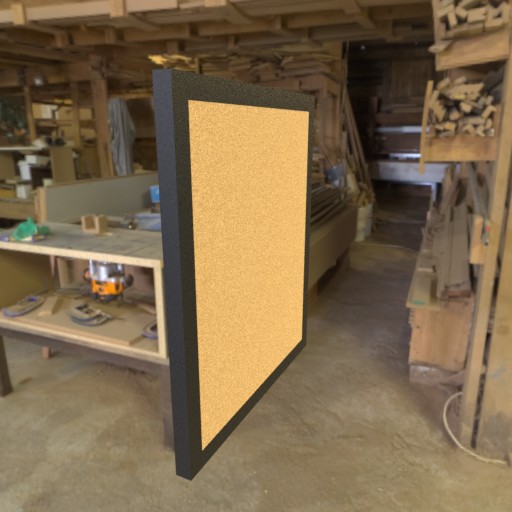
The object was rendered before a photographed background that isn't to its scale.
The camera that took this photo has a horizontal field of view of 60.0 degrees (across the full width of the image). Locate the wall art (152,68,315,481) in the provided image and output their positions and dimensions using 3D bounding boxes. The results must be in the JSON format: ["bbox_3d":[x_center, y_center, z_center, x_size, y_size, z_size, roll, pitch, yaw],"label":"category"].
[{"bbox_3d":[0.000,0.000,0.710,0.025,0.508,0.432,8,18,26],"label":"wall art"}]
